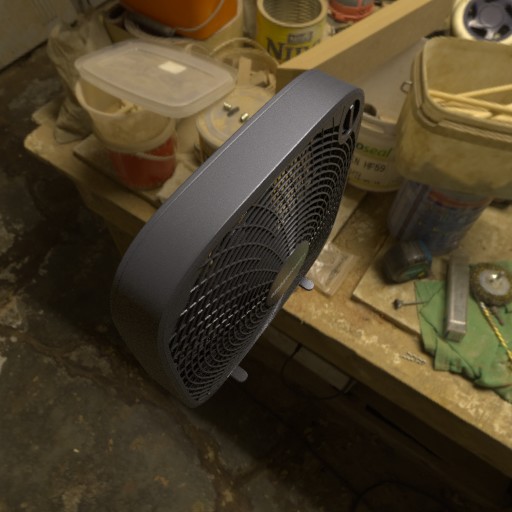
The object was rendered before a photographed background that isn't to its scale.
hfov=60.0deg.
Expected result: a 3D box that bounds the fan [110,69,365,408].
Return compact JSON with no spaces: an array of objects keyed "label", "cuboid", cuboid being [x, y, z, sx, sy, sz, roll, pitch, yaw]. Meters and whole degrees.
[{"label":"fan","cuboid":[0.000,0.000,0.794,0.142,0.533,0.526,32,64,18]}]
